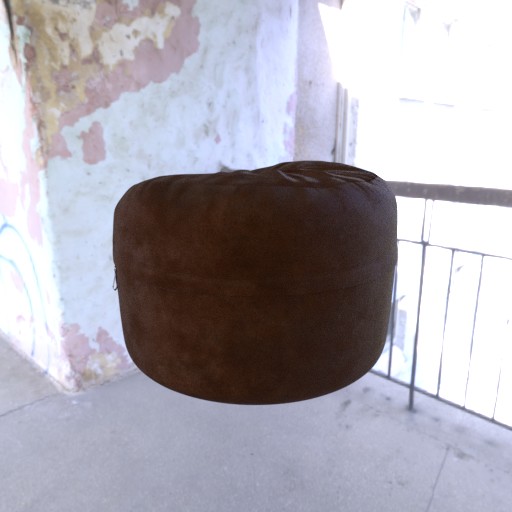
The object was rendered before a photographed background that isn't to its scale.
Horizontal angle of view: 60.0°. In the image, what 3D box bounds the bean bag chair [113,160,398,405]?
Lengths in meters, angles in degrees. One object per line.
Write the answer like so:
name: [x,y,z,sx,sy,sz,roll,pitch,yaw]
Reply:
bean bag chair: [0.000,0.000,1.504,0.918,0.616,0.918,0,15,0]
